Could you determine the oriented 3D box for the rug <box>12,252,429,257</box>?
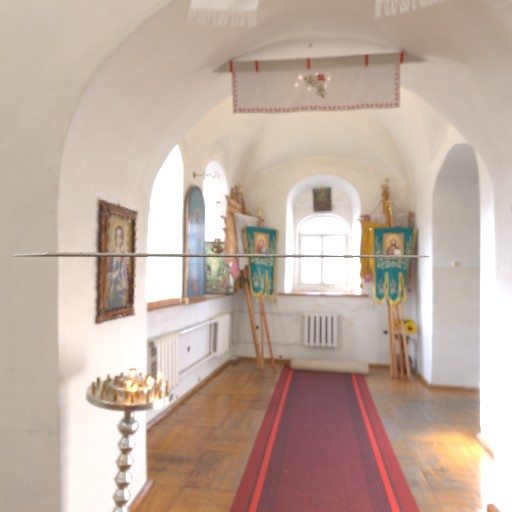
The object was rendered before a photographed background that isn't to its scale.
[{"bbox_3d":[0.000,0.000,2.348,2.196,0.011,0.662,0,-1,-37],"label":"rug"}]
